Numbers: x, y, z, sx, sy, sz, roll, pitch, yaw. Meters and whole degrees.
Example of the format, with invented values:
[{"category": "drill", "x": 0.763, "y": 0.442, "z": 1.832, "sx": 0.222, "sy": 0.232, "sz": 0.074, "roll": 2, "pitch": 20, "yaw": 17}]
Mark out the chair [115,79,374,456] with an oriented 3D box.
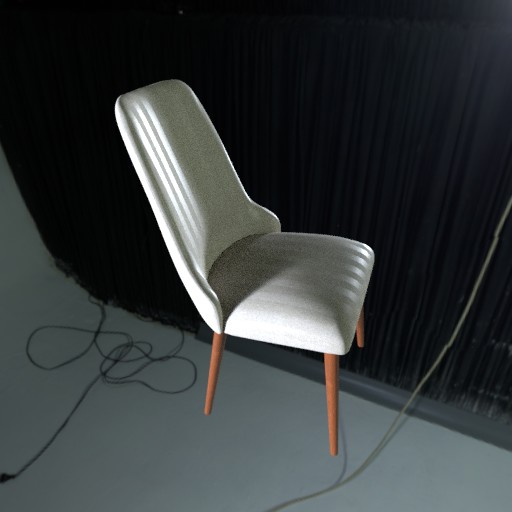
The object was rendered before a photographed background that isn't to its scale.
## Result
[{"category": "chair", "x": 0.000, "y": 0.000, "z": 1.328, "sx": 0.684, "sy": 0.917, "sz": 0.526, "roll": 11, "pitch": 34, "yaw": 17}]
